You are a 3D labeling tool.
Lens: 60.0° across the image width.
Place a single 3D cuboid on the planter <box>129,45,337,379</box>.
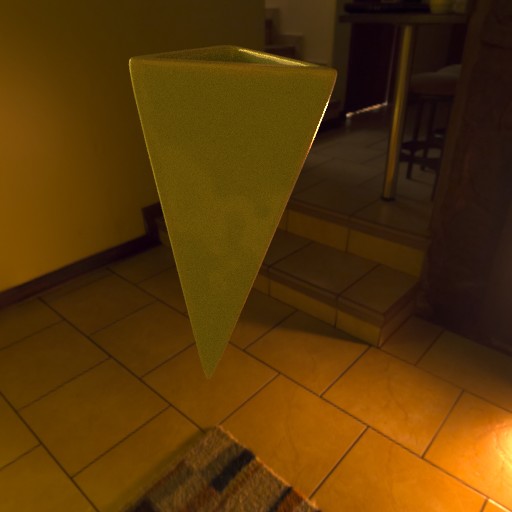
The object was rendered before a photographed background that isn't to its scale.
[{"bbox_3d":[0.000,0.000,0.212,0.064,0.178,0.080,11,30,19],"label":"planter"}]
